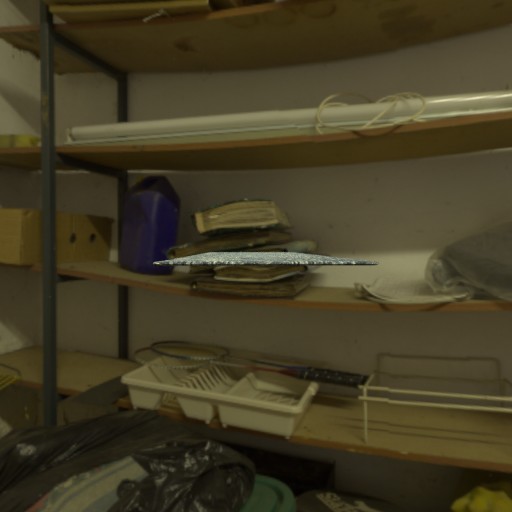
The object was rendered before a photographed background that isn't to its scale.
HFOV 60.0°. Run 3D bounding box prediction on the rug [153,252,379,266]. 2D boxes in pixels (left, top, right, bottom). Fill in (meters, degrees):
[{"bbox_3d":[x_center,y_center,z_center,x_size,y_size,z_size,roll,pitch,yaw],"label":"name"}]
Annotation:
[{"bbox_3d":[0.000,0.000,2.516,0.719,0.013,2.306,0,1,-2],"label":"rug"}]
